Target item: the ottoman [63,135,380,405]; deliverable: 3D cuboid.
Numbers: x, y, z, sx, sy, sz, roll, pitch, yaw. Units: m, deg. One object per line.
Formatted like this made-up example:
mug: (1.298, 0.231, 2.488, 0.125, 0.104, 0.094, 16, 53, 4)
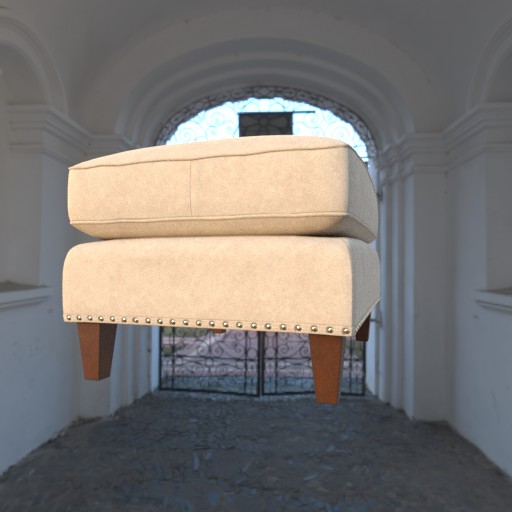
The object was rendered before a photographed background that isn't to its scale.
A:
ottoman: (0.000, 0.000, 1.145, 0.584, 0.513, 0.741, 0, -1, 19)
